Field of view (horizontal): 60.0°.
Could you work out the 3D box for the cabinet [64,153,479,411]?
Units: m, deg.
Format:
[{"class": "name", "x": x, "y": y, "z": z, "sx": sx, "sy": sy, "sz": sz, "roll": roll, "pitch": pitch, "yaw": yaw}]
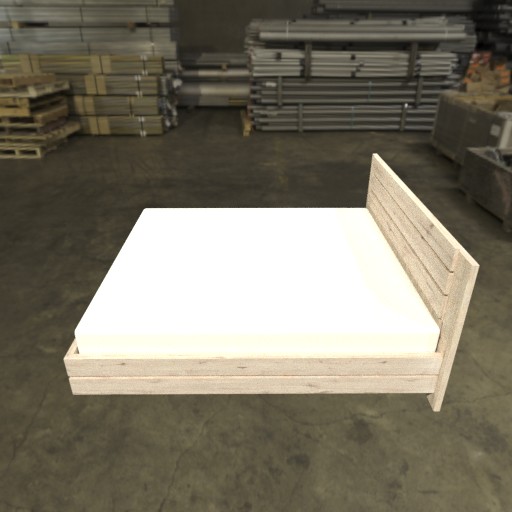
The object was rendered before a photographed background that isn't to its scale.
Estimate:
[{"class": "cabinet", "x": 0.000, "y": 0.000, "z": 3.149, "sx": 2.080, "sy": 0.970, "sz": 1.950, "roll": 0, "pitch": 28, "yaw": 0}]
